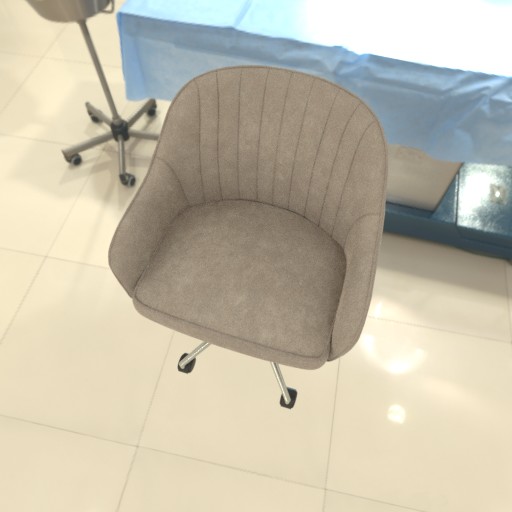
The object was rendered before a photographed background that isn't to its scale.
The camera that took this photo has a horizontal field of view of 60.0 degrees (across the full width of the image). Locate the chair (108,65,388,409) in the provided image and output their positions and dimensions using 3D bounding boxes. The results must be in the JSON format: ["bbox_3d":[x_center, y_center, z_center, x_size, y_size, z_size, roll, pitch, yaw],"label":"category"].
[{"bbox_3d":[0.000,0.000,1.262,0.635,0.831,0.573,16,60,10],"label":"chair"}]
